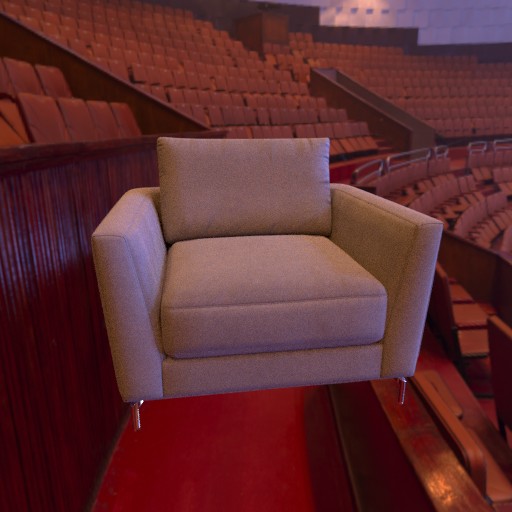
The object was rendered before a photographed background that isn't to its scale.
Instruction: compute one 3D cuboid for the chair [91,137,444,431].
[{"bbox_3d":[0.000,0.000,1.701,1.041,0.864,0.889,-3,17,-8],"label":"chair"}]
